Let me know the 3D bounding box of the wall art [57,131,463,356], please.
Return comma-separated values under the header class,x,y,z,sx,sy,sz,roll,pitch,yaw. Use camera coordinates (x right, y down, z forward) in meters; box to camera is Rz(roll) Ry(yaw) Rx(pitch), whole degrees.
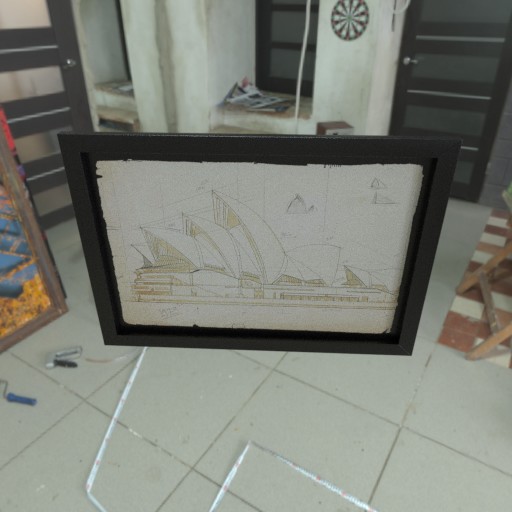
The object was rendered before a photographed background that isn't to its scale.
class,x,y,z,sx,sy,sz,roll,pitch,yaw
wall art,0.000,0.000,0.563,0.440,0.306,0.013,1,30,2
